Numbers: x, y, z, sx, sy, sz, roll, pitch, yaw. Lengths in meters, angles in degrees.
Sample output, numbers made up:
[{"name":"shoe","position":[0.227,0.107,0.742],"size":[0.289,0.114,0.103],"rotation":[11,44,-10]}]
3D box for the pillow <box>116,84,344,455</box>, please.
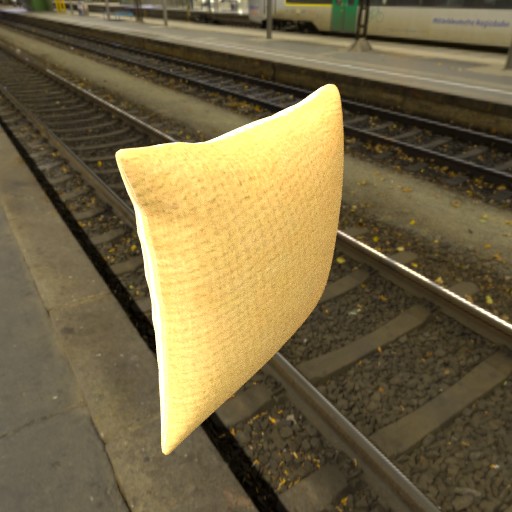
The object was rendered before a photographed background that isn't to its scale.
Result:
[{"name":"pillow","position":[0.000,0.000,0.627],"size":[0.173,0.407,0.419],"rotation":[20,36,29]}]
